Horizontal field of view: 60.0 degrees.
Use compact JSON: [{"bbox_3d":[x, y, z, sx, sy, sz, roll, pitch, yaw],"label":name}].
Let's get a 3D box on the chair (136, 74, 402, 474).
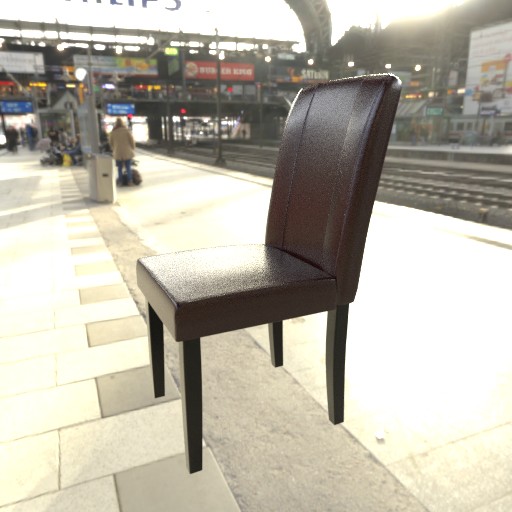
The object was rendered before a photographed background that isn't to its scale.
[{"bbox_3d":[0.000,0.000,1.171,0.556,0.897,0.399,-8,17,-25],"label":"chair"}]
